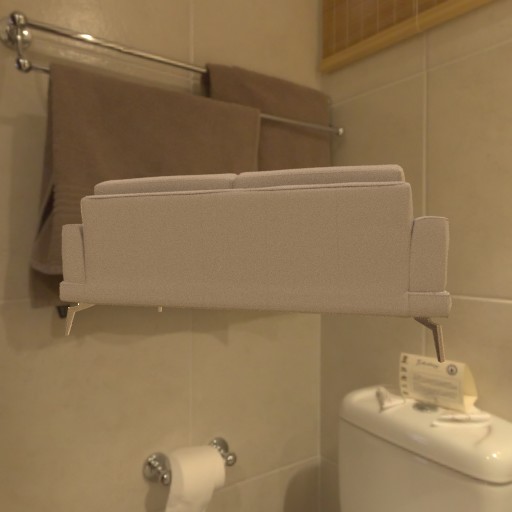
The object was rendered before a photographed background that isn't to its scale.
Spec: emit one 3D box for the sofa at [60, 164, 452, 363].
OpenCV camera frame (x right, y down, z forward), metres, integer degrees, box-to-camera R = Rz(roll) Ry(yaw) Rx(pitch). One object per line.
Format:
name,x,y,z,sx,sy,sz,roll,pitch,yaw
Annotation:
sofa,0.000,0.000,2.785,2.177,0.930,1.121,0,1,18
